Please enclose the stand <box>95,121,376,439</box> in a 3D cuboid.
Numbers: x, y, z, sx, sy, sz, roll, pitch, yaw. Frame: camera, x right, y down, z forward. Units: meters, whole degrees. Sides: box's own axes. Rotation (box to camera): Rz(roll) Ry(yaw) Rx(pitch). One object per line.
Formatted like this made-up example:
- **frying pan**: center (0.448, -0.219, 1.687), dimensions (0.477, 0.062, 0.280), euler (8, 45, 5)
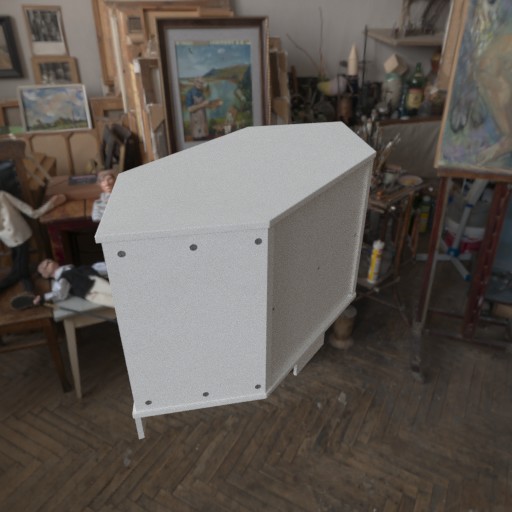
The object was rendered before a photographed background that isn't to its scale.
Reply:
- **stand**: center (0.000, 0.000, 1.390), dimensions (0.477, 0.614, 1.072), euler (20, 36, 30)
